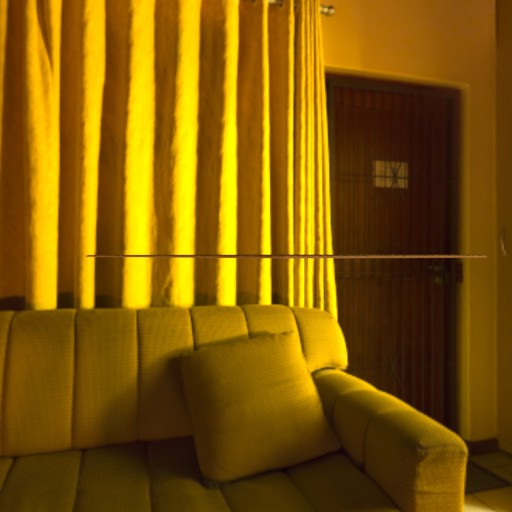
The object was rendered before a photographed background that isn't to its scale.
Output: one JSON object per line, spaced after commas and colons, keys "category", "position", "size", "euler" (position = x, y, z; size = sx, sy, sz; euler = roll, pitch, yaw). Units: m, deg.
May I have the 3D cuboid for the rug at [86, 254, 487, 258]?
{"category": "rug", "position": [0.000, 0.000, 2.336], "size": [1.206, 0.012, 1.824], "euler": [0, 0, -38]}
